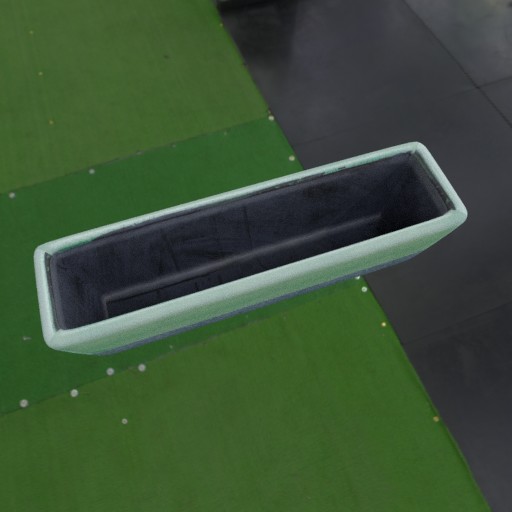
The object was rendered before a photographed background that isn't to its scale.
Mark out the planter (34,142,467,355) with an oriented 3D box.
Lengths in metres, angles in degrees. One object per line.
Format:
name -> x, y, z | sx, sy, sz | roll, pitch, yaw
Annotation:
planter -> 0.000, 0.000, 0.315 | 0.275, 0.072, 0.072 | -17, 64, -8
